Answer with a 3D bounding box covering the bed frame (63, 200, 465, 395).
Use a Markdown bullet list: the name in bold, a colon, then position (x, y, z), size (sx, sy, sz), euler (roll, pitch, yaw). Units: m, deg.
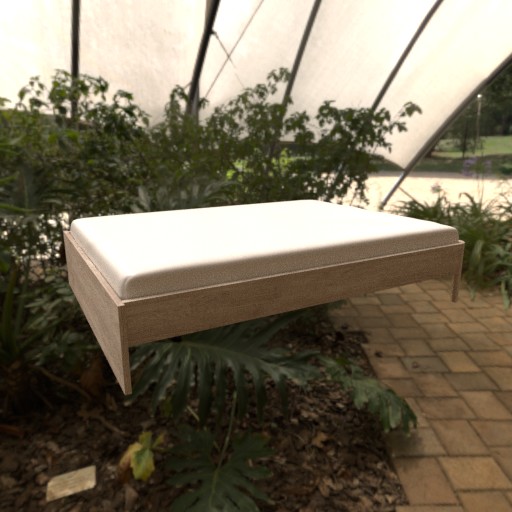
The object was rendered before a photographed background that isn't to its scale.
- **bed frame**: position (0.000, 0.000, 2.664), size (1.950, 0.462, 1.490), euler (-8, 17, -28)
